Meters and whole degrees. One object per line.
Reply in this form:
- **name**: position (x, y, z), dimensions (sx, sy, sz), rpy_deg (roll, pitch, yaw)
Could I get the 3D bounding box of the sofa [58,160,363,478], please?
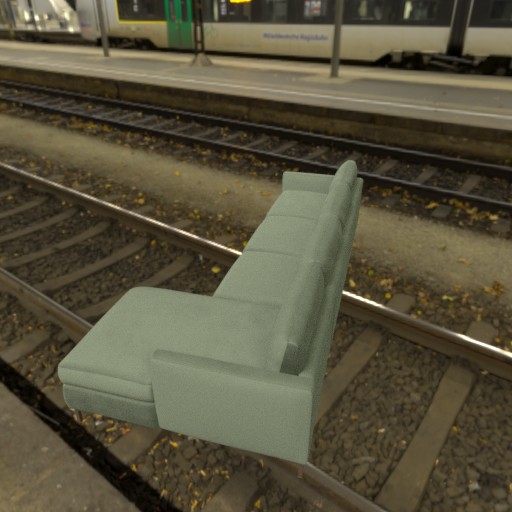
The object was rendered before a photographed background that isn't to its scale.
- **sofa**: position (0.000, 0.000, 3.122), dimensions (1.255, 0.756, 2.725), rpy_deg (8, 30, 14)
